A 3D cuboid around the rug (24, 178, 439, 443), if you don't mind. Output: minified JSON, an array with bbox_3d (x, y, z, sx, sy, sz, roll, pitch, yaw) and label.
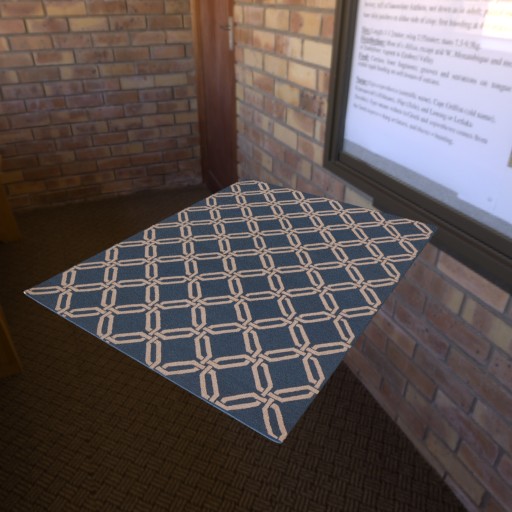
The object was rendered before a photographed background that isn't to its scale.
[{"bbox_3d":[0.000,0.000,3.772,2.277,0.020,2.867,20,36,29],"label":"rug"}]
